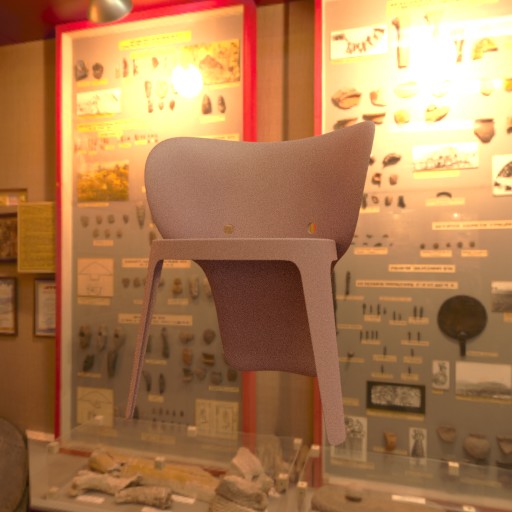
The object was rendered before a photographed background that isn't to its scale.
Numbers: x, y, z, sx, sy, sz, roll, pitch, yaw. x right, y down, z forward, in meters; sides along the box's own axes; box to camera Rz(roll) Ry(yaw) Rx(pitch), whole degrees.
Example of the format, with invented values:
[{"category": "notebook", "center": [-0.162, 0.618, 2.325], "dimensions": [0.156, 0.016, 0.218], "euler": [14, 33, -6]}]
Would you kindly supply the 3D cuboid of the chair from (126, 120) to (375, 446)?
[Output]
[{"category": "chair", "center": [0.000, 0.000, 0.868], "dimensions": [0.451, 0.554, 0.402], "euler": [0, 1, 17]}]
